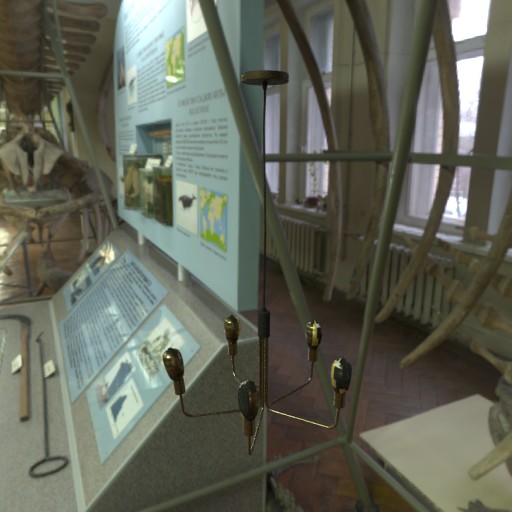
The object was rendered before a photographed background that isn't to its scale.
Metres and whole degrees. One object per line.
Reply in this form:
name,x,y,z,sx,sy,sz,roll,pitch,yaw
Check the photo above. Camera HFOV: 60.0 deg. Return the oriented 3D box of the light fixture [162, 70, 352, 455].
light fixture,0.000,0.000,1.386,0.588,1.059,0.532,-6,15,-25
